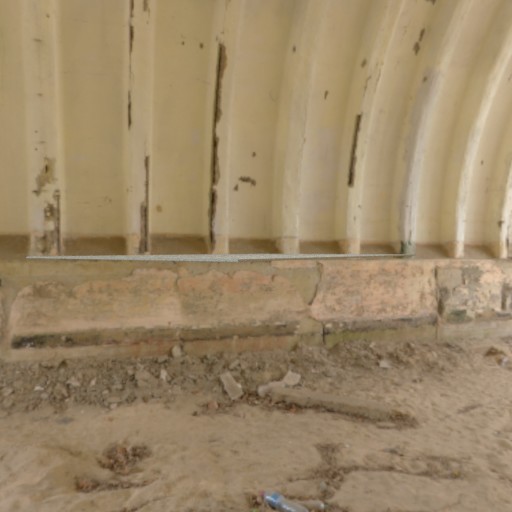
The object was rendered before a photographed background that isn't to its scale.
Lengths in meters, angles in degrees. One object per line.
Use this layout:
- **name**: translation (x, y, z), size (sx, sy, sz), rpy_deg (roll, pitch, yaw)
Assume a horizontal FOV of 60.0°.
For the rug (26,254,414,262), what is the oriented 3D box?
- **rug**: translation (0.000, 0.000, 3.102), size (1.515, 0.010, 2.430), rpy_deg (0, 1, 35)
